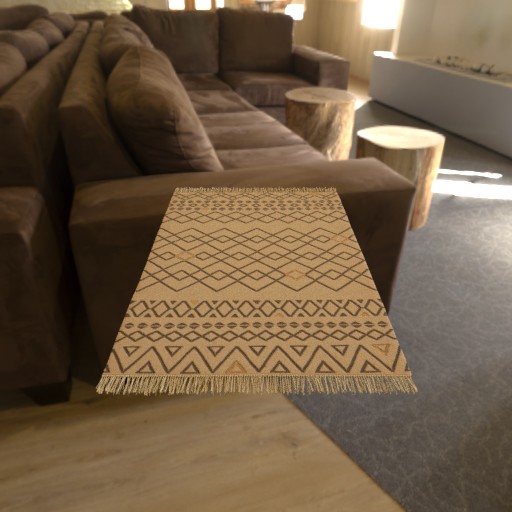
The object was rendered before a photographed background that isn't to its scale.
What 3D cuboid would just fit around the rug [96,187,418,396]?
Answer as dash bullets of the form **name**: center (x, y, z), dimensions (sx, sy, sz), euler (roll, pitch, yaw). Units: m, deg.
- **rug**: center (0.000, 0.000, 2.528), dimensions (1.224, 0.028, 2.023), euler (0, 31, 0)
